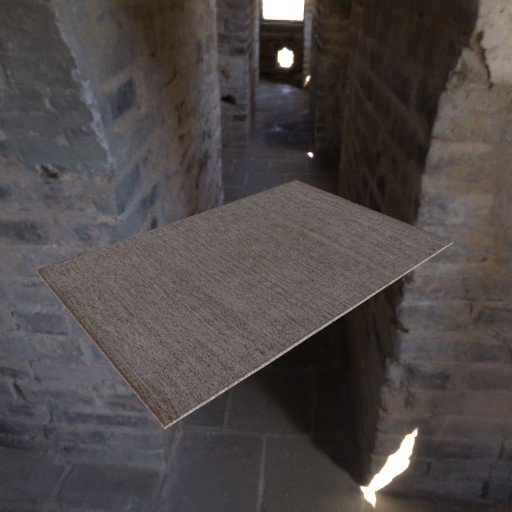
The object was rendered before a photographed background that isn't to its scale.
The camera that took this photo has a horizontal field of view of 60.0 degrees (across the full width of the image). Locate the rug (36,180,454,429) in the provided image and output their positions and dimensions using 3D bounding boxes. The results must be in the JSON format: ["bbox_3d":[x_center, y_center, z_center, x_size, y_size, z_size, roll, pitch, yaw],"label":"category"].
[{"bbox_3d":[0.000,0.000,2.307,1.822,0.018,1.211,-24,39,-34],"label":"rug"}]
